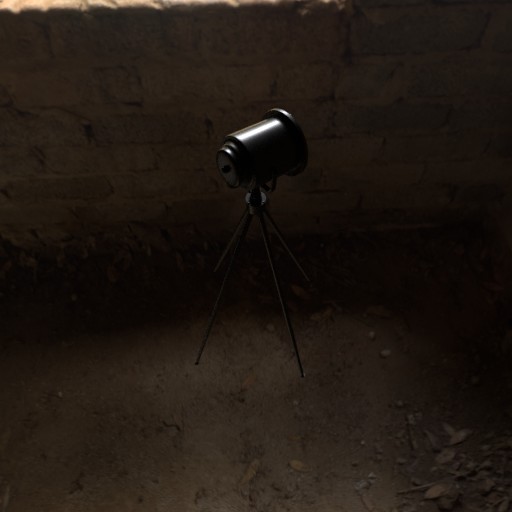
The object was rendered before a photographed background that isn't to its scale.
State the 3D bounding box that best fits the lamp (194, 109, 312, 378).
[{"bbox_3d":[0.000,0.000,2.029,0.884,1.504,0.879,-34,65,-19],"label":"lamp"}]
